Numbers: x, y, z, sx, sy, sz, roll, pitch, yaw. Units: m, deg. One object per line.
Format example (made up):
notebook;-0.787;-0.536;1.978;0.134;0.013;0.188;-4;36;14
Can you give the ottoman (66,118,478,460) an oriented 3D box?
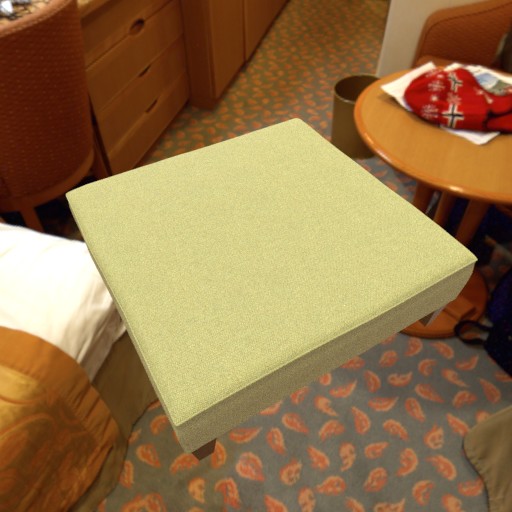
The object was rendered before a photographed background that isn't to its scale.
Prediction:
ottoman;0.000;0.000;1.555;1.004;0.379;0.968;-23;51;-20
